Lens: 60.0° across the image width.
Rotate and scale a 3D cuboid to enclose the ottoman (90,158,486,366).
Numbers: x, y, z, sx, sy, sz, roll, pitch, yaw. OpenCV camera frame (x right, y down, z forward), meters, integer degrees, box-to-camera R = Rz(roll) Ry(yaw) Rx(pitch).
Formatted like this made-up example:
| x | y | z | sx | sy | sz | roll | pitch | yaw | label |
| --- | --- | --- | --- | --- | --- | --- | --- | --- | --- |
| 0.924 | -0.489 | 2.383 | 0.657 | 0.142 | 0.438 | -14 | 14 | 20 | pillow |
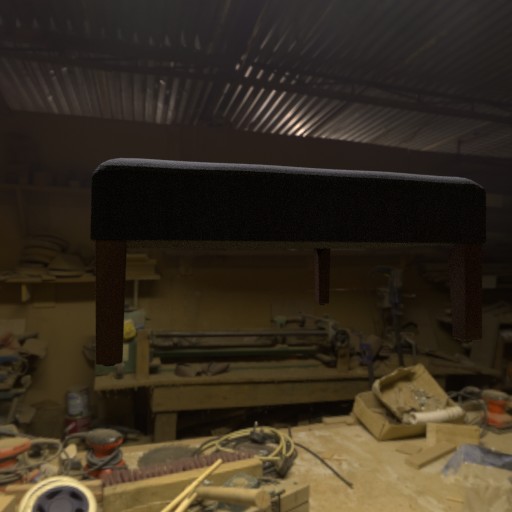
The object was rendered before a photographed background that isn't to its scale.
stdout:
| x | y | z | sx | sy | sz | roll | pitch | yaw | label |
| --- | --- | --- | --- | --- | --- | --- | --- | --- | --- |
| 0.000 | 0.000 | 1.349 | 0.889 | 0.411 | 0.890 | 0 | 0 | -16 | ottoman |
